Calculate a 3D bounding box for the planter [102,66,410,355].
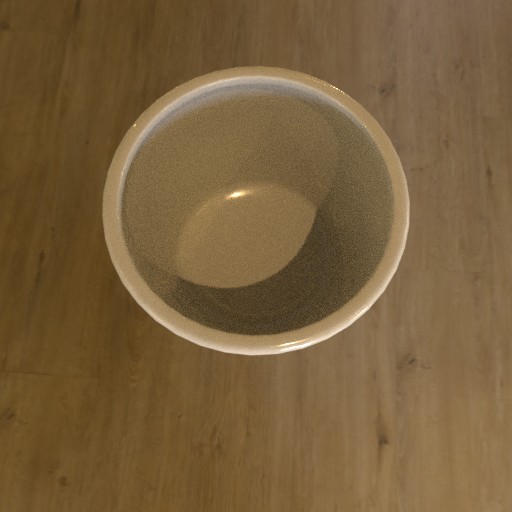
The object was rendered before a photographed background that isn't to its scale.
[{"bbox_3d":[0.000,0.000,0.573,0.265,0.404,0.265,20,76,5],"label":"planter"}]
